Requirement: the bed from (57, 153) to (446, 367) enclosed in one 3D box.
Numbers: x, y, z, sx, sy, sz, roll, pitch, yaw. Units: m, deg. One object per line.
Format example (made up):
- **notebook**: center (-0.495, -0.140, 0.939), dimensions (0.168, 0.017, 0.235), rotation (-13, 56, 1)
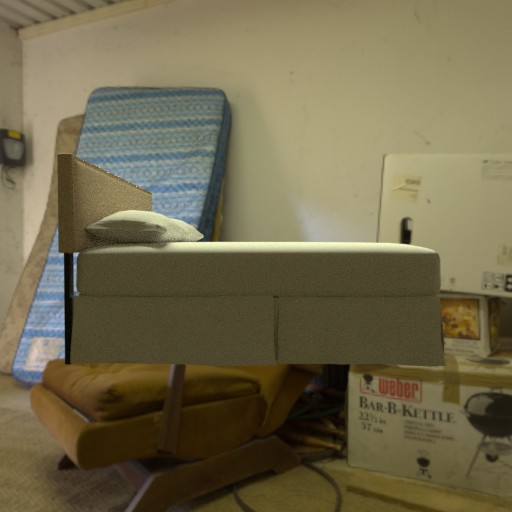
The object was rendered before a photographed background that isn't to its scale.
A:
- **bed**: center (0.000, 0.000, 2.889), dimensions (1.876, 1.016, 1.616), rotation (0, 1, 0)
